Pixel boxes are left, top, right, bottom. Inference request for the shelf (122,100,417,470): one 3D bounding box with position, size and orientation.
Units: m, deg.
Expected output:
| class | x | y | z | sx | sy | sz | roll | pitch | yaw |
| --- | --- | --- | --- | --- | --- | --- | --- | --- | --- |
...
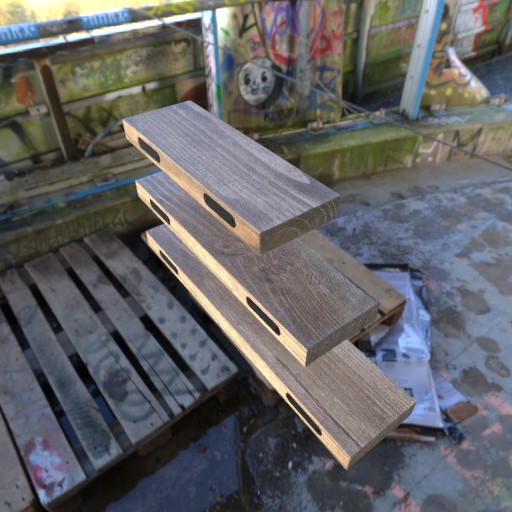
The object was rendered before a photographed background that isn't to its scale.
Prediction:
| class | x | y | z | sx | sy | sz | roll | pitch | yaw |
| --- | --- | --- | --- | --- | --- | --- | --- | --- | --- |
| shelf | 0.000 | 0.000 | 0.735 | 0.140 | 0.293 | 0.610 | -26 | 48 | -27 |
